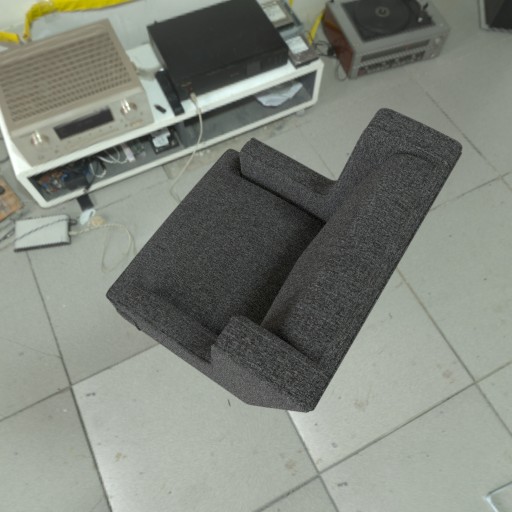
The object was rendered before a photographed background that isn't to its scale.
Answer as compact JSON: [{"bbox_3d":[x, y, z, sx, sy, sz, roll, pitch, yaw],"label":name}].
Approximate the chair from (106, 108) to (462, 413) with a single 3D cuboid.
[{"bbox_3d":[0.000,0.000,1.780,0.927,1.082,0.942,31,70,13],"label":"chair"}]
